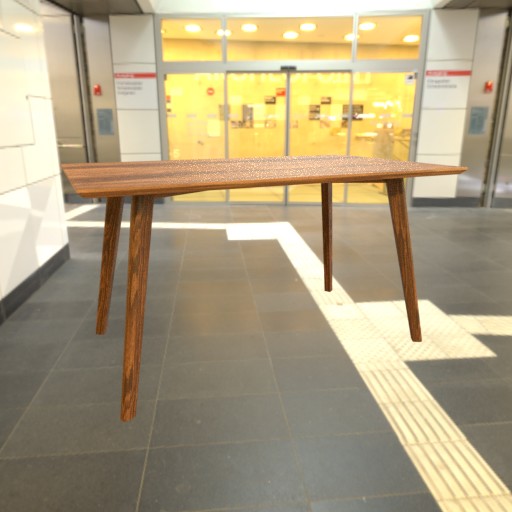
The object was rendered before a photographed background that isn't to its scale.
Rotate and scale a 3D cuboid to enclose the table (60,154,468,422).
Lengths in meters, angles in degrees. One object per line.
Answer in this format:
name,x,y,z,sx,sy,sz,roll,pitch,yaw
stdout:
table,0.000,0.000,1.804,1.349,0.724,0.801,-8,18,-24
